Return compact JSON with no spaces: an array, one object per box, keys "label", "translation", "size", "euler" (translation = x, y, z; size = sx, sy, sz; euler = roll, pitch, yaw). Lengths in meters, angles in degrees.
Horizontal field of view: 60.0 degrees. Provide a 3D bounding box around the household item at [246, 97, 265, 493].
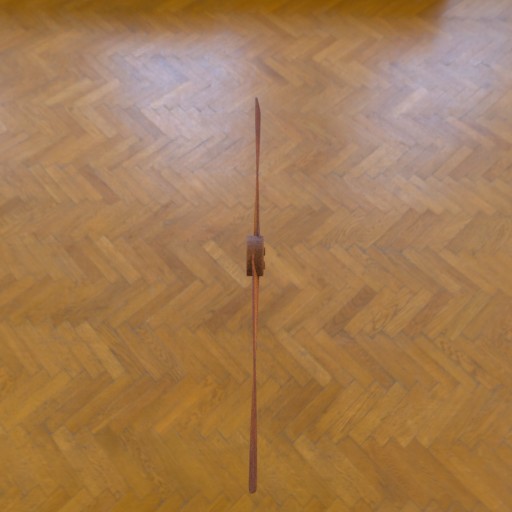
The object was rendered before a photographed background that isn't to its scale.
[{"label":"household item","translation":[0.000,0.000,1.249],"size":[0.051,0.121,1.181],"euler":[1,63,0]}]
